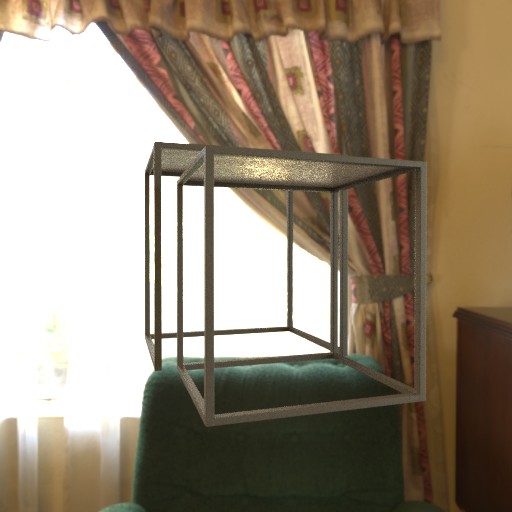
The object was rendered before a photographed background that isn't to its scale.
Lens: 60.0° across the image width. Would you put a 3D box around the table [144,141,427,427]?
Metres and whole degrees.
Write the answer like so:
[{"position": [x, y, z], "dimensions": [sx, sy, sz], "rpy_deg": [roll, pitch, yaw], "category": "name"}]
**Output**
[{"position": [0.000, 0.000, 1.129], "dimensions": [0.508, 0.540, 0.788], "rpy_deg": [0, 1, -17], "category": "table"}]
